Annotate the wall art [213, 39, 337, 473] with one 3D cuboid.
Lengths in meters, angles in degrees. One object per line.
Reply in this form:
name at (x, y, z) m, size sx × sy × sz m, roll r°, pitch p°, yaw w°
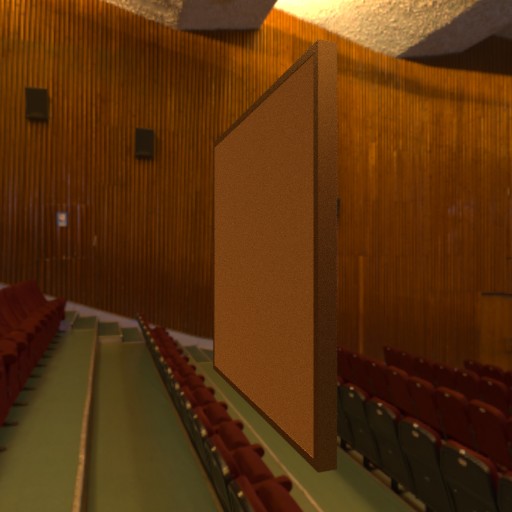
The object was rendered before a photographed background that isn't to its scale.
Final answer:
wall art at (0.000, 0.000, 1.144) m, size 0.038 × 0.762 × 0.762 m, roll 0°, pitch 0°, yaw -19°
